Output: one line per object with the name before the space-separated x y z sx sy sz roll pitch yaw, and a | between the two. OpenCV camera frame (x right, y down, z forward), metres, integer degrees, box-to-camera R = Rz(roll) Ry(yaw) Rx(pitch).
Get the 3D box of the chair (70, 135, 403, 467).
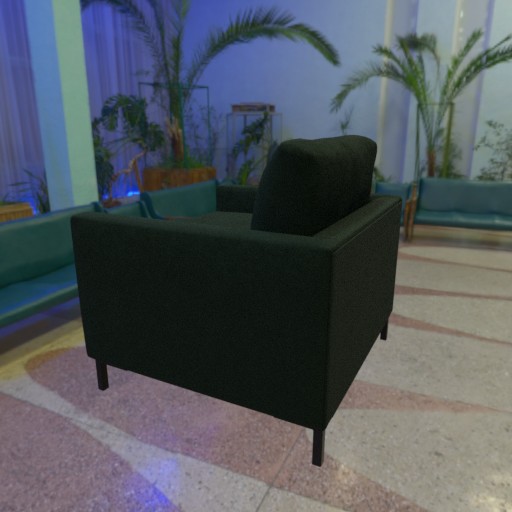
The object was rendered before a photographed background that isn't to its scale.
chair | 0.000 0.000 1.636 0.866 0.861 0.963 8 18 26
